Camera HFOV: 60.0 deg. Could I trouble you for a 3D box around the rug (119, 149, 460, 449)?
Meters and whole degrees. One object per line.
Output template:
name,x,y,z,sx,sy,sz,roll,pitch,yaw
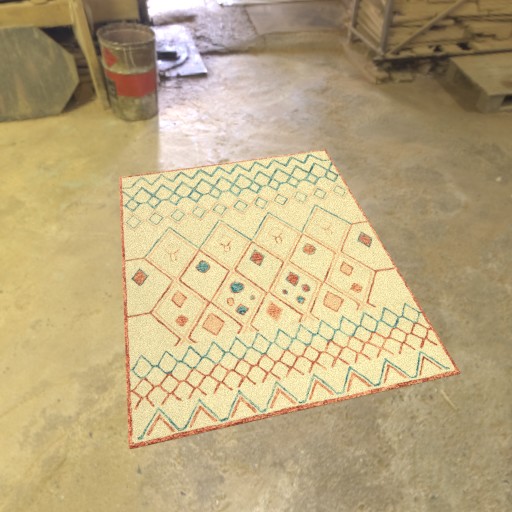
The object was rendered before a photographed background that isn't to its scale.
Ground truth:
rug,0.000,0.000,4.146,2.441,0.016,3.050,-10,48,-9
